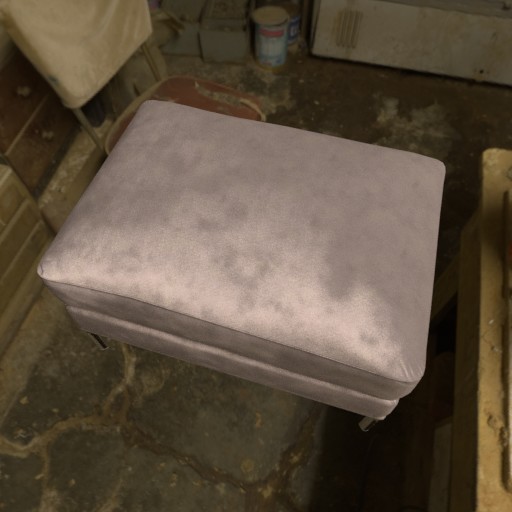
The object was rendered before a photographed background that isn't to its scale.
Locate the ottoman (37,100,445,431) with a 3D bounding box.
[{"bbox_3d":[0.000,0.000,1.025,0.719,0.456,0.520,14,59,9],"label":"ottoman"}]
